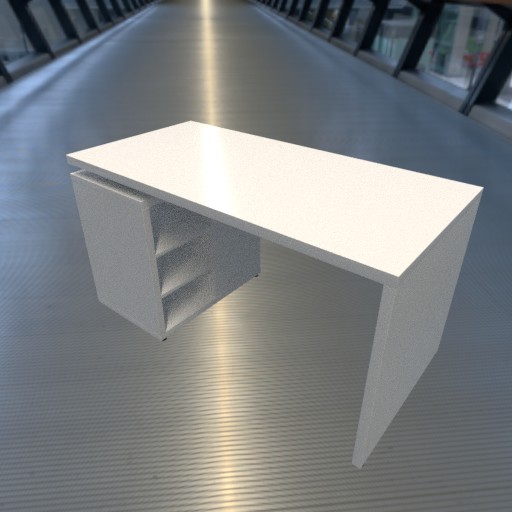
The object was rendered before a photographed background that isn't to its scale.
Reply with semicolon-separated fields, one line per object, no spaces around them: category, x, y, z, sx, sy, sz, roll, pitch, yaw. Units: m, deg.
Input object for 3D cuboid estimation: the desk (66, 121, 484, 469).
desk;0.000;0.000;1.819;1.400;0.740;0.690;23;38;33
